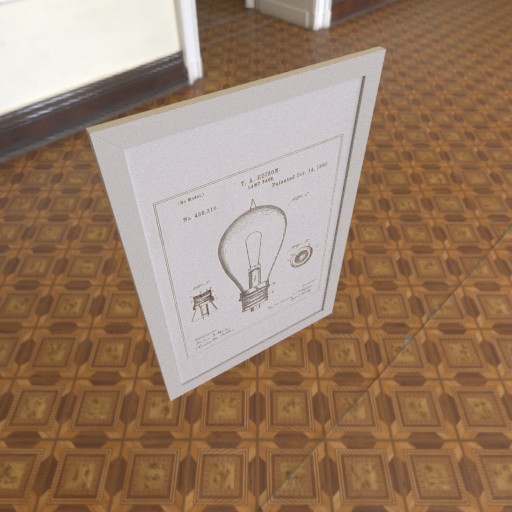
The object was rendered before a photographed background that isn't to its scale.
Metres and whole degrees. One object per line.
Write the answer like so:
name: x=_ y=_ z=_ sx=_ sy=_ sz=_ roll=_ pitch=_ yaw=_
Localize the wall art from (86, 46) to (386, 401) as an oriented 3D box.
wall art: x=0.000 y=0.000 z=0.593 sx=0.325 sy=0.474 sz=0.010 roll=-24 pitch=51 yaw=-22
